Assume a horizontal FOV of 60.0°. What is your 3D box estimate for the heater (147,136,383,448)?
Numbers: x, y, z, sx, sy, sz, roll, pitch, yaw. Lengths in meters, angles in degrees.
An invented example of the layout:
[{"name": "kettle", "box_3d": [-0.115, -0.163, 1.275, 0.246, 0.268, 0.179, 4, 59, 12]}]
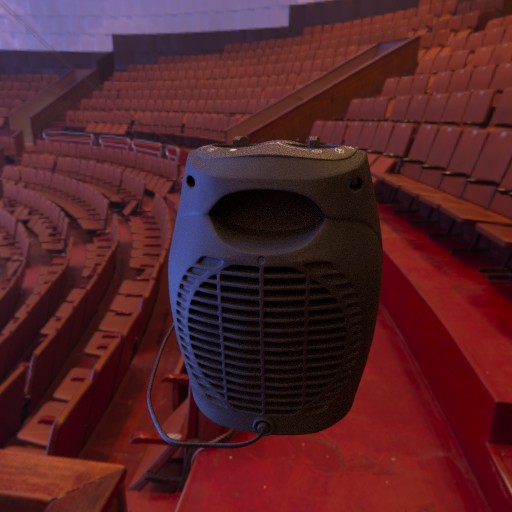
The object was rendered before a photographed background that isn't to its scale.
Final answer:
[{"name": "heater", "box_3d": [0.000, 0.000, 0.453, 0.239, 0.240, 0.291, 2, 17, 8]}]
